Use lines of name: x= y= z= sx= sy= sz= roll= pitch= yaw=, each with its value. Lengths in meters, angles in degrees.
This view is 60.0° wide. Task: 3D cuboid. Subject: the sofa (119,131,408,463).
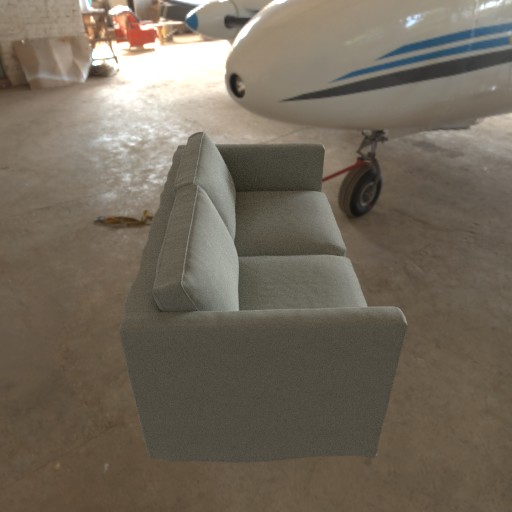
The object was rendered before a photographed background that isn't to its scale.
sofa: x=0.000 y=0.000 z=2.251 sx=0.944 sy=0.830 sz=1.727 roll=-1 pitch=34 yaw=-2
